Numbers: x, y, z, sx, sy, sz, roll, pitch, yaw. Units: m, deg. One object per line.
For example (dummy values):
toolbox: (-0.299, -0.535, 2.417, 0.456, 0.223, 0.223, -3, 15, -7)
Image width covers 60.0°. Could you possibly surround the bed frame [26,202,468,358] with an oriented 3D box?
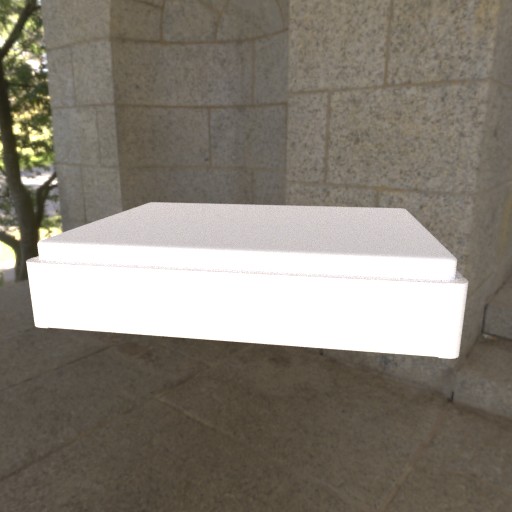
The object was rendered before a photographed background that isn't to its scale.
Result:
bed frame: (0.000, 0.000, 2.536, 1.900, 0.406, 1.400, 2, 15, 9)
